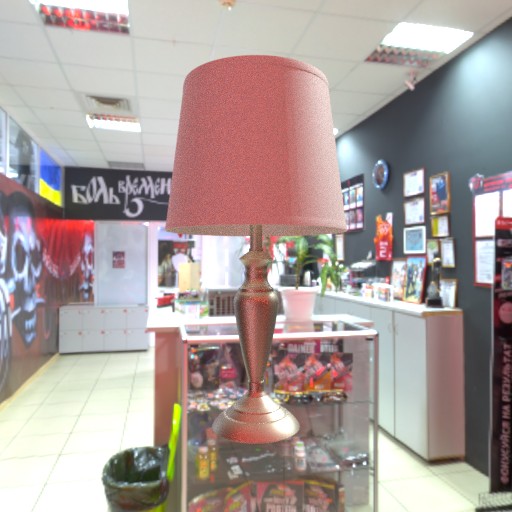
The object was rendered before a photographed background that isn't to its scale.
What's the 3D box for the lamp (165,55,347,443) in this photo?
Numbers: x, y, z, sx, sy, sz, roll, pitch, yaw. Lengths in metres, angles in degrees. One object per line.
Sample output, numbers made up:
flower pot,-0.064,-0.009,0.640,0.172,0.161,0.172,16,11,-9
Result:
lamp,0.000,0.000,0.812,0.328,0.619,0.328,0,0,0
